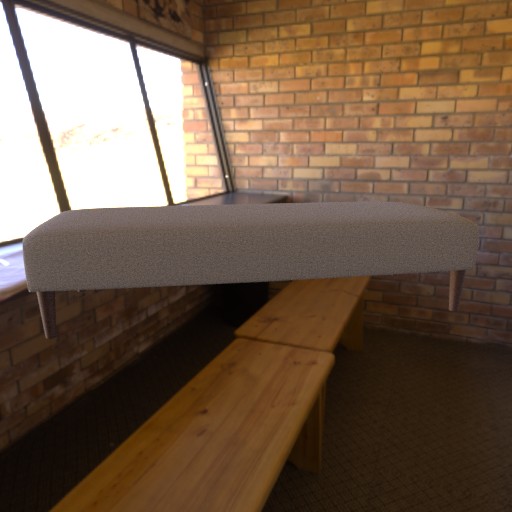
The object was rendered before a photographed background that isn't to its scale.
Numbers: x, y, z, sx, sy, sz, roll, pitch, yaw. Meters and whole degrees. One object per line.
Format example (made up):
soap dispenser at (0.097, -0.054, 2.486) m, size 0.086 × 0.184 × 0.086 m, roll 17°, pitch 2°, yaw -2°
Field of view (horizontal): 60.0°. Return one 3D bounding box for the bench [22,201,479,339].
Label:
bench at (0.000, 0.000, 1.828) m, size 1.598 × 0.383 × 0.631 m, roll -2°, pitch 14°, yaw -10°
